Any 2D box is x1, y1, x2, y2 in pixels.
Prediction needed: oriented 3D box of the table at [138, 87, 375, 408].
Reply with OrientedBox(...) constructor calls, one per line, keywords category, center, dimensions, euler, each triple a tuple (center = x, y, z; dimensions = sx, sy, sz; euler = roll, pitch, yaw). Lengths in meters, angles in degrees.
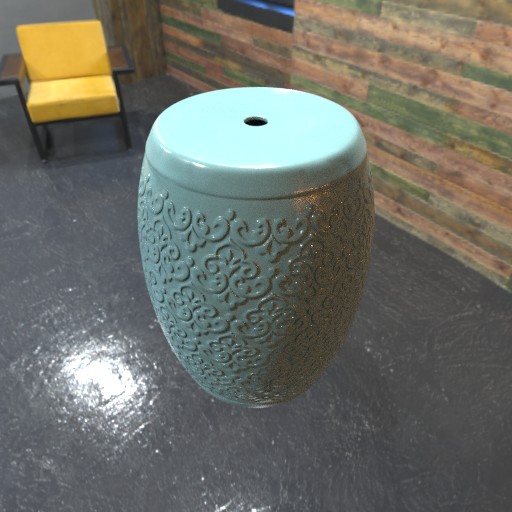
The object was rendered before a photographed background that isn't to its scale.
OrientedBox(category="table", center=(0.000, 0.000, 0.624), dimensions=(0.309, 0.397, 0.309), euler=(0, 39, 0))
